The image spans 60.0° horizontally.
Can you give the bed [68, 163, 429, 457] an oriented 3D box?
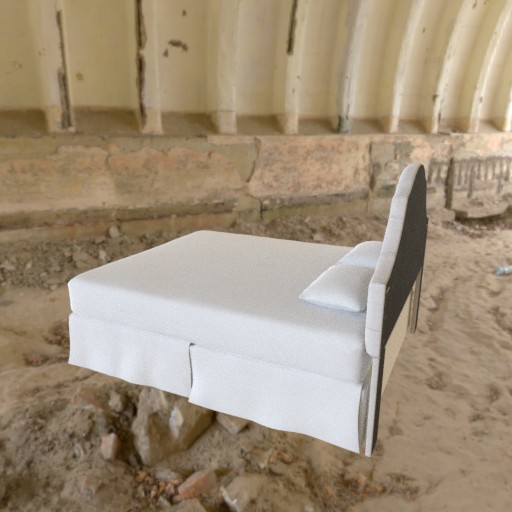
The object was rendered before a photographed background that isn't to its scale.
[{"bbox_3d":[0.000,0.000,3.724,2.477,1.617,2.039,8,18,25],"label":"bed"}]
